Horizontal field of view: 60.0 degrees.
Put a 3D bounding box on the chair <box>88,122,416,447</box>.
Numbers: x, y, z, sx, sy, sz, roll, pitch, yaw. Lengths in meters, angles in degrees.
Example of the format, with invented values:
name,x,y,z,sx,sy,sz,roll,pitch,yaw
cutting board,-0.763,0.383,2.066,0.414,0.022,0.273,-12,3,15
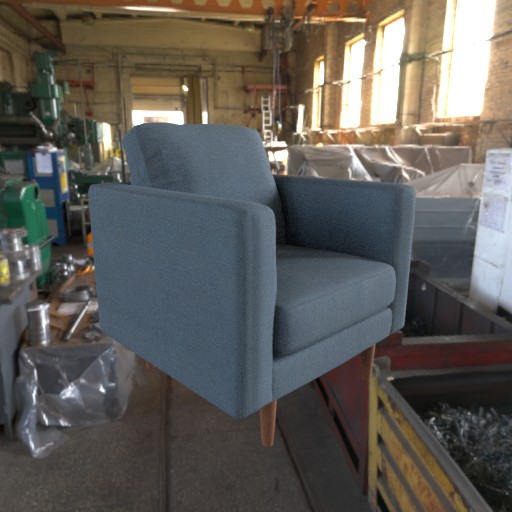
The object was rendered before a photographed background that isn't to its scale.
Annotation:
name,x,y,z,sx,sy,sz,roll,pitch,yaw
chair,0.000,0.000,1.578,0.855,0.922,0.820,-13,19,-43
